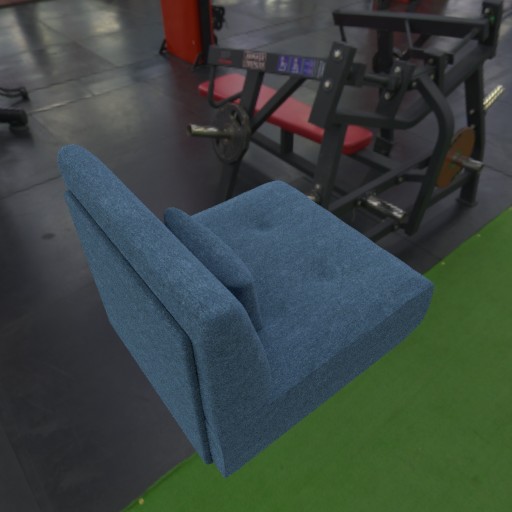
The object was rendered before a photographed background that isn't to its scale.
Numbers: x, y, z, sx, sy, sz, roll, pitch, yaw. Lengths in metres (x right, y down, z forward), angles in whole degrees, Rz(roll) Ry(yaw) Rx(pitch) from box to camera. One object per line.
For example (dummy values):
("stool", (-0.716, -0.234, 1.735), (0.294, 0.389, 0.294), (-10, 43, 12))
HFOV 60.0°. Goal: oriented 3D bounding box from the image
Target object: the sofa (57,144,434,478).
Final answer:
("sofa", (0.000, 0.000, 1.631), (1.000, 0.820, 0.930), (-28, 50, -27))
